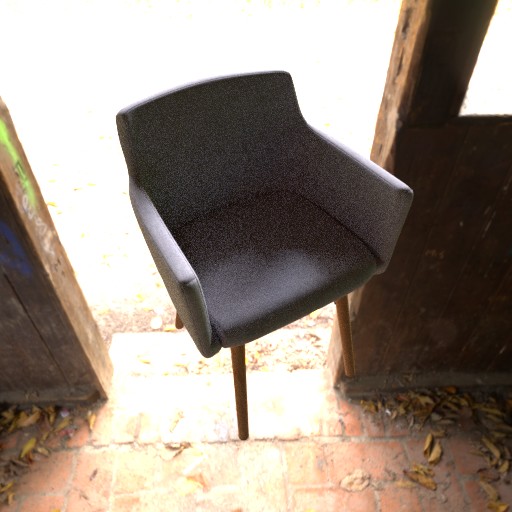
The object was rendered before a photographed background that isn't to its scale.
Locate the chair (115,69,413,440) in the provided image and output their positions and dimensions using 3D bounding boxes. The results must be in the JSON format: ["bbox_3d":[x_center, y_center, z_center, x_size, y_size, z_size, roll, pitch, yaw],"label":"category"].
[{"bbox_3d":[0.000,0.000,1.183,0.570,0.780,0.540,-23,49,-21],"label":"chair"}]
